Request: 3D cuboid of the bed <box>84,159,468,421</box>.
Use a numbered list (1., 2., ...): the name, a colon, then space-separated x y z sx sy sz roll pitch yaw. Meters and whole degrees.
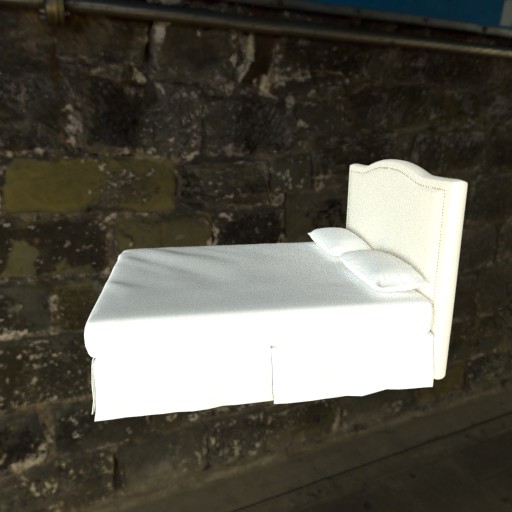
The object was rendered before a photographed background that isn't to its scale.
1. bed: 0.000 0.000 3.417 2.282 1.436 1.821 -2 15 -9
